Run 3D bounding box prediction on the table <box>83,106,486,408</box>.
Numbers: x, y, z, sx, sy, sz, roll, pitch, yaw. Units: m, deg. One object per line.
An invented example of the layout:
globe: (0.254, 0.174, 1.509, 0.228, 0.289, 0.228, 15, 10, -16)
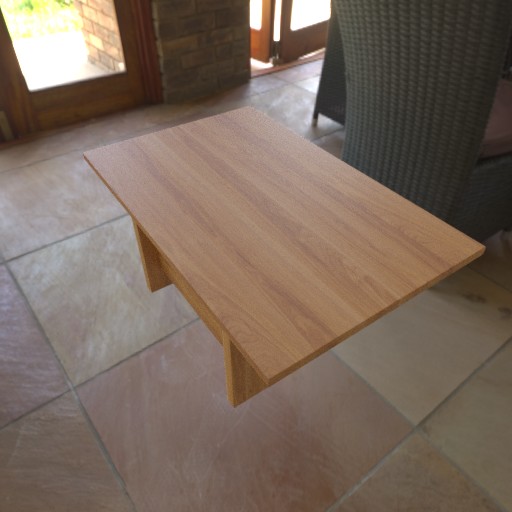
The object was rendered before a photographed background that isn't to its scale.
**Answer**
table: (0.000, 0.000, 1.513, 0.700, 0.510, 1.100, -25, 47, -25)
